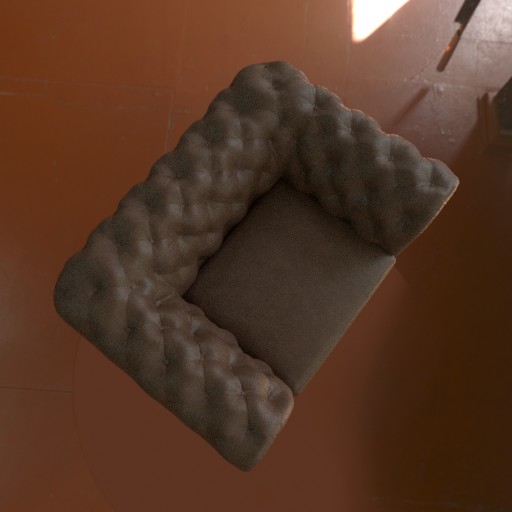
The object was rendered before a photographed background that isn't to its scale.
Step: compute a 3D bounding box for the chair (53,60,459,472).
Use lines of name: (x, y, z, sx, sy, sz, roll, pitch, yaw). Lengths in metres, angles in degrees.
chair: (0.000, 0.000, 1.859, 0.954, 0.784, 1.298, 37, 79, 9)
